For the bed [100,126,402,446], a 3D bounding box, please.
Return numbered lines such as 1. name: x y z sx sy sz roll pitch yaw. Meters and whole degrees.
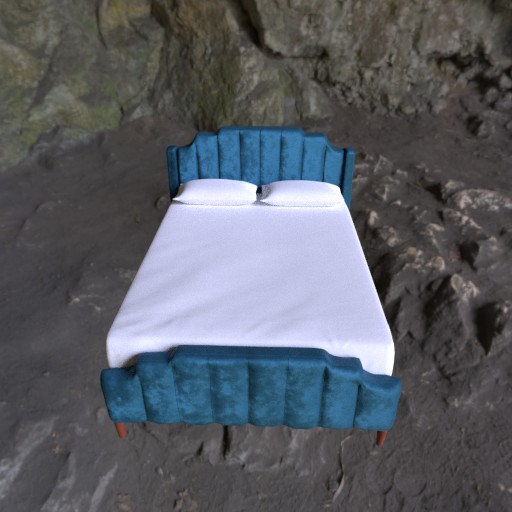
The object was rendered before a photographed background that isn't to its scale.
1. bed: 0.000 0.000 3.289 1.678 1.338 2.322 1 31 2
